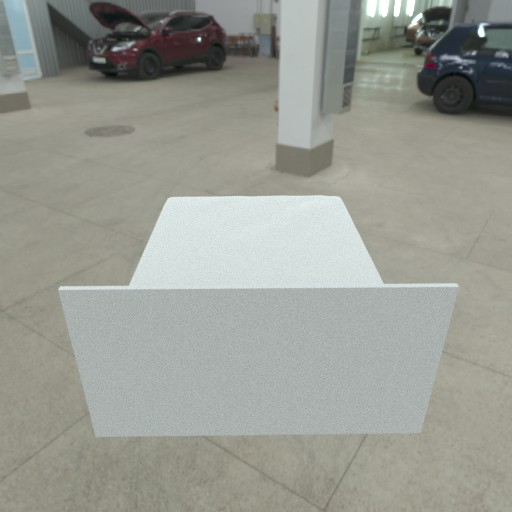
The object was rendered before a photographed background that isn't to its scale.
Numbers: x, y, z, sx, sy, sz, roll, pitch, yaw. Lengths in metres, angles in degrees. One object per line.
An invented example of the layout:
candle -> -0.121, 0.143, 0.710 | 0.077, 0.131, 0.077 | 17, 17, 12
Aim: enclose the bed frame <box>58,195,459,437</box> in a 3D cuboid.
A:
bed frame -> 0.000, 0.000, 2.693 | 1.490, 0.800, 1.950 | 0, 29, -1
